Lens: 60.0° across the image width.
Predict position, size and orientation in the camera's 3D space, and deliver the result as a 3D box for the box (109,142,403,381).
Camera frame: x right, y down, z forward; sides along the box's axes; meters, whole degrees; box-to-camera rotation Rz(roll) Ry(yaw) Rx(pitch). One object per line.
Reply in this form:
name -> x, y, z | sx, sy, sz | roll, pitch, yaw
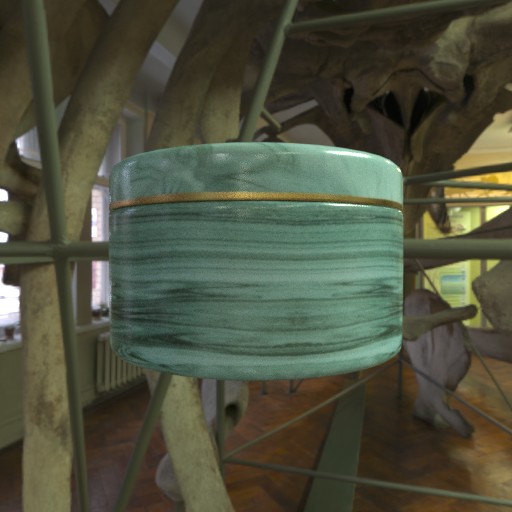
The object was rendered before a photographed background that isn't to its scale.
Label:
box -> 0.000, 0.000, 0.161 | 0.101, 0.063, 0.101 | 0, 1, 0
